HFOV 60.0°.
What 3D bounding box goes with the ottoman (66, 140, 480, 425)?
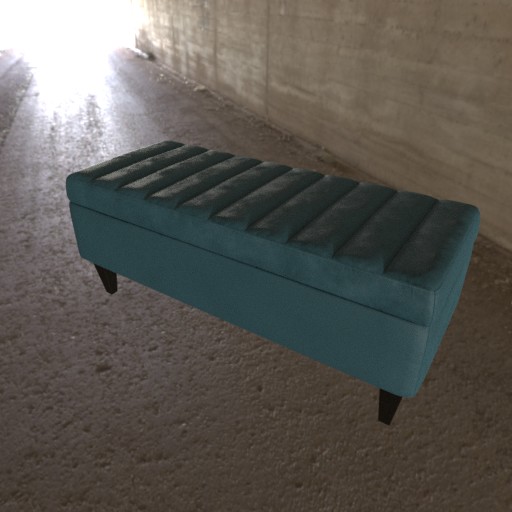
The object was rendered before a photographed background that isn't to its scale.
[{"bbox_3d":[0.000,0.000,1.385,1.151,0.469,0.482,19,36,28],"label":"ottoman"}]
